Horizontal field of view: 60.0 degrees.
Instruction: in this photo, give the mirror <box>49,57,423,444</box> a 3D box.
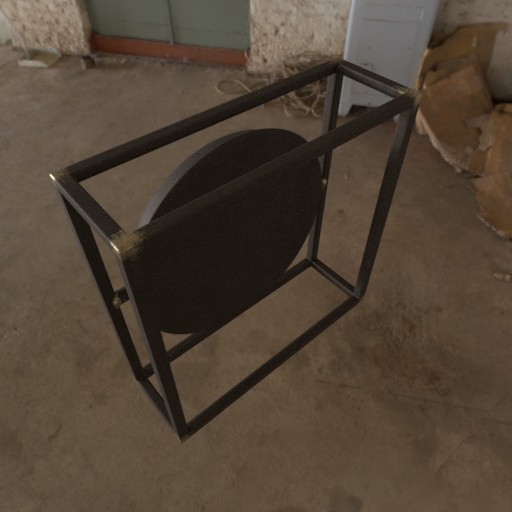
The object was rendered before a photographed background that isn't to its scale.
[{"bbox_3d":[0.000,0.000,0.470,0.306,0.303,0.107,-32,54,-26],"label":"mirror"}]
